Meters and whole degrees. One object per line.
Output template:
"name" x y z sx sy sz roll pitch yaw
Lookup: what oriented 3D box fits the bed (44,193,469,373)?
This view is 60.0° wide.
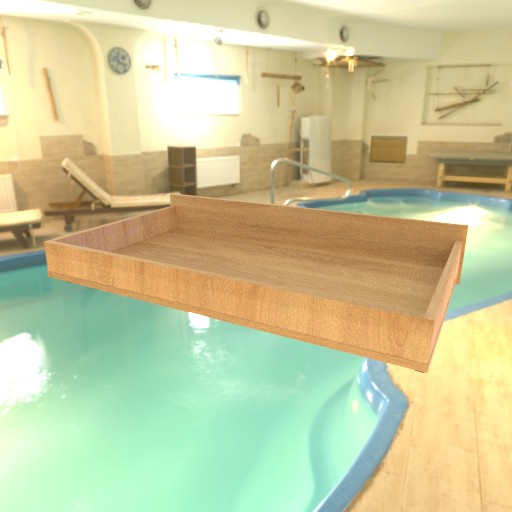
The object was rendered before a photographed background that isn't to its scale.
"bed" 0.000 0.000 1.456 1.200 0.209 0.685 10 20 27
